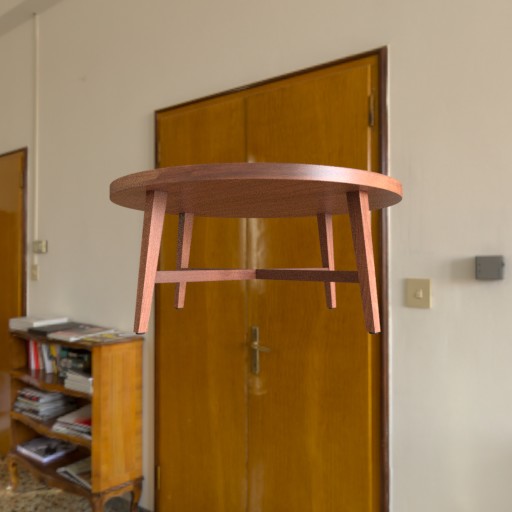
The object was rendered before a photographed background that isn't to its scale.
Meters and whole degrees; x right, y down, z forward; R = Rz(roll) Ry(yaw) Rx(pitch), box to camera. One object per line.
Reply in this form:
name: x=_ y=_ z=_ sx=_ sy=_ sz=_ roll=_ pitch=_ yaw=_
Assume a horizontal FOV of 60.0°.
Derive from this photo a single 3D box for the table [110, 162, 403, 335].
table: x=0.000 y=0.000 z=1.273 sx=0.800 sy=0.360 sz=0.800 roll=0 pitch=-1 yaw=0
